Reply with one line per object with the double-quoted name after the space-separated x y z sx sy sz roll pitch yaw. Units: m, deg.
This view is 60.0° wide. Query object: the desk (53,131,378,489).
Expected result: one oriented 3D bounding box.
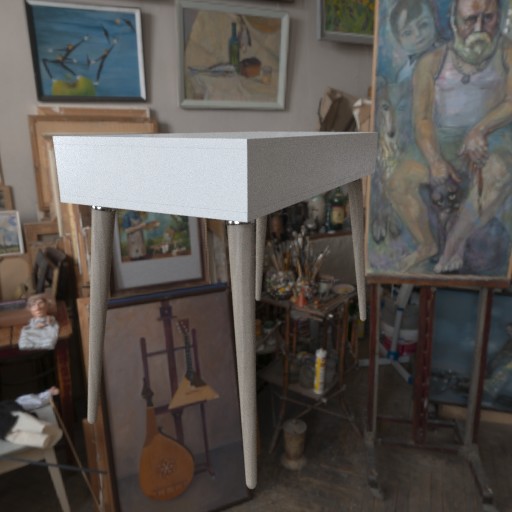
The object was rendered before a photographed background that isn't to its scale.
0.000 0.000 1.359 0.491 0.723 0.979 8 18 26 "desk"
